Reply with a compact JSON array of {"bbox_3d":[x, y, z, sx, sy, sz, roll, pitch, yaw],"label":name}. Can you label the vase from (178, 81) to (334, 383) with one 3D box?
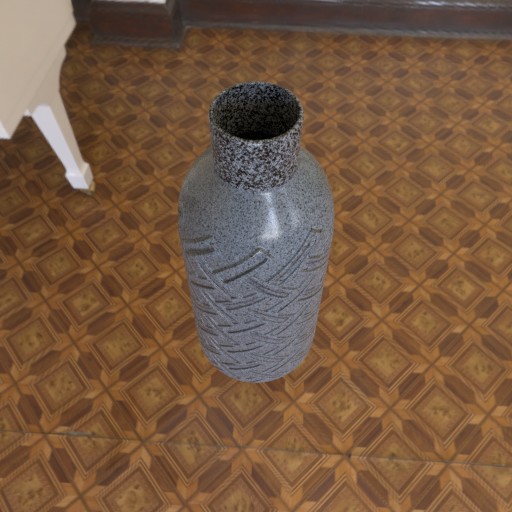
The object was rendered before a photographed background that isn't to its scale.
[{"bbox_3d":[0.000,0.000,0.353,0.122,0.282,0.122,0,57,0],"label":"vase"}]
